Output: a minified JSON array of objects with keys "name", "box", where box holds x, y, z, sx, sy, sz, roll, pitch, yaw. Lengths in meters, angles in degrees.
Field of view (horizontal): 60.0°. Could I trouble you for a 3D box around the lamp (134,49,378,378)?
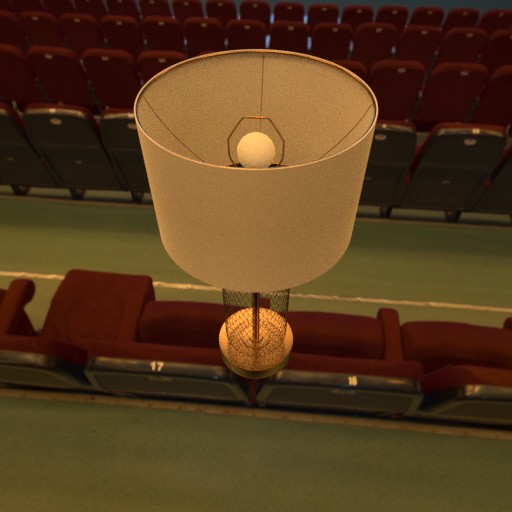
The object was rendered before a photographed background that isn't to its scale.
[{"name":"lamp","box":[0.000,0.000,0.641,0.252,0.483,0.252,3,47,3]}]
